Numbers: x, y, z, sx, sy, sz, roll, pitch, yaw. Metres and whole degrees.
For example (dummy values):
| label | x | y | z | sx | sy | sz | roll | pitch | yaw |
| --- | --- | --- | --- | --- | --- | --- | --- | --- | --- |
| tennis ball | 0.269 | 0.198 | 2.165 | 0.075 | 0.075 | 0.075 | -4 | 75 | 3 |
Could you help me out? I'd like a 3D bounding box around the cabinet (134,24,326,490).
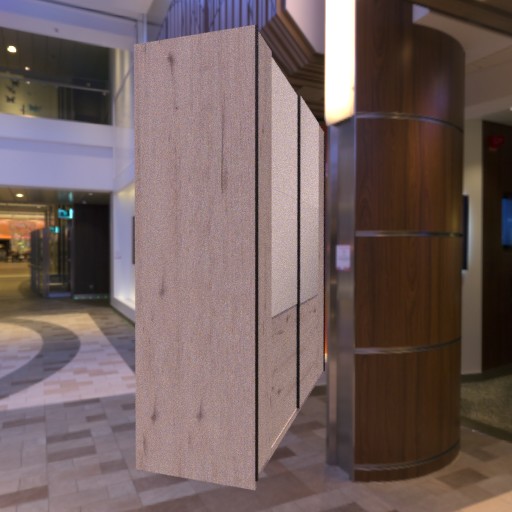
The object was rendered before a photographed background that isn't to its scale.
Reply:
| label | x | y | z | sx | sy | sz | roll | pitch | yaw |
| --- | --- | --- | --- | --- | --- | --- | --- | --- | --- |
| cabinet | 0.000 | 0.000 | 3.125 | 0.660 | 2.180 | 2.000 | 0 | 1 | 18 |
